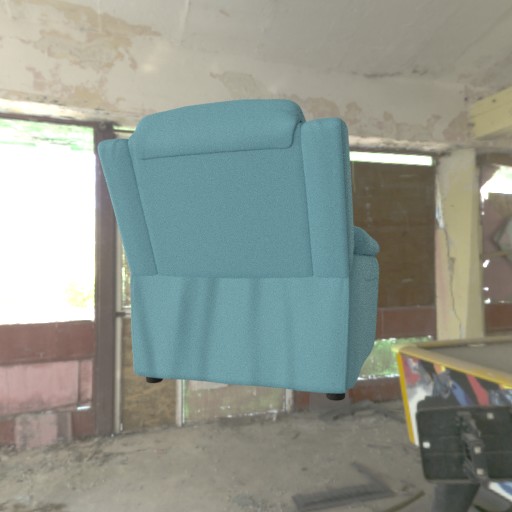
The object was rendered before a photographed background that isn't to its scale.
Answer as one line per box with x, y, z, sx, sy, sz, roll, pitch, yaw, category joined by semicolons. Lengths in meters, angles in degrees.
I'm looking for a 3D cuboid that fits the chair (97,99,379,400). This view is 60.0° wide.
0.000;0.000;1.302;0.680;0.702;0.709;0;-1;18;chair
